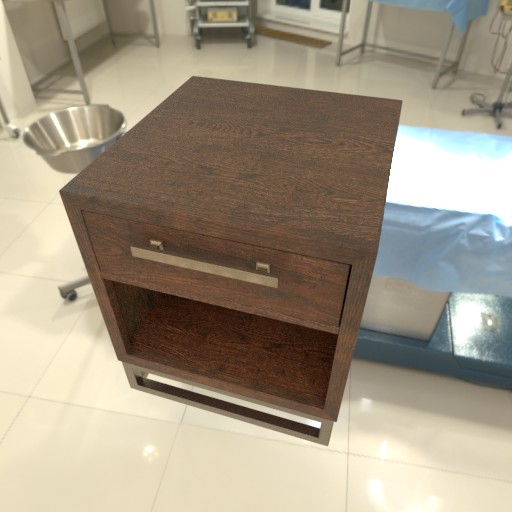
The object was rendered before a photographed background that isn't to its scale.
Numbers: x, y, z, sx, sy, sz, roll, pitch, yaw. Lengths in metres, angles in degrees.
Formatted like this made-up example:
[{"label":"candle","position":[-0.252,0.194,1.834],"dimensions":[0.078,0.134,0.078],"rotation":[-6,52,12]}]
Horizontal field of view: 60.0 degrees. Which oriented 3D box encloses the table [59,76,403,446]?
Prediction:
[{"label":"table","position":[0.000,0.000,1.033],"dimensions":[0.506,0.582,0.566],"rotation":[12,43,13]}]
